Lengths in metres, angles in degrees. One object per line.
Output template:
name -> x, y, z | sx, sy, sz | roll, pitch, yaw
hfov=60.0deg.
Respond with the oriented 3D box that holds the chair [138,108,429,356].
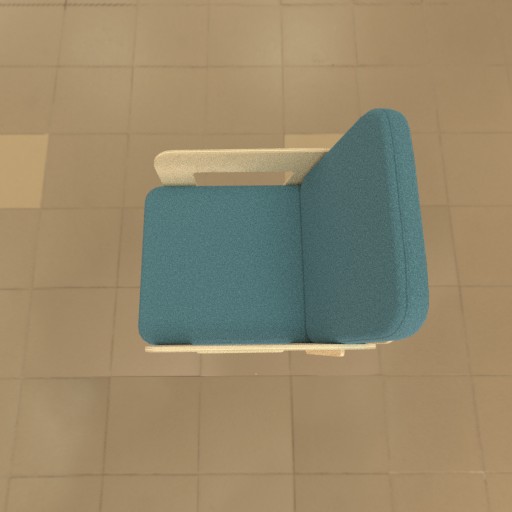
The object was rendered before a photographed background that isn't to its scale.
chair -> 0.000, 0.000, 1.222 | 0.657, 0.747, 0.547 | -1, 75, 0
